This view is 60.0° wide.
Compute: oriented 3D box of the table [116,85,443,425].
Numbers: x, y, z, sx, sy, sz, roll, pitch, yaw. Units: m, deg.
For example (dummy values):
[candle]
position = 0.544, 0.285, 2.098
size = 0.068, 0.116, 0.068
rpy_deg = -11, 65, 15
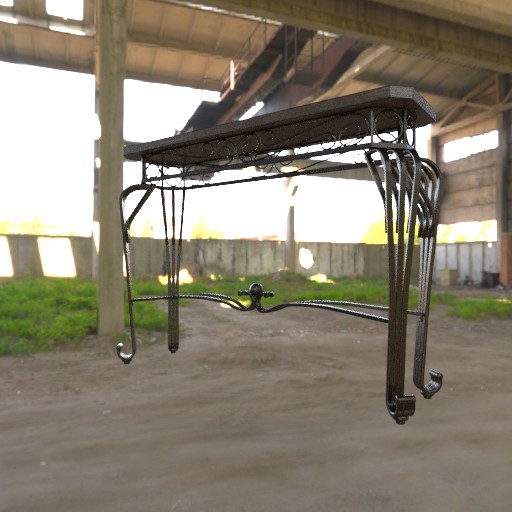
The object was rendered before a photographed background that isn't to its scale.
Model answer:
[table]
position = 0.000, 0.000, 1.451
size = 1.112, 0.800, 0.329
rpy_deg = 0, 0, 36
